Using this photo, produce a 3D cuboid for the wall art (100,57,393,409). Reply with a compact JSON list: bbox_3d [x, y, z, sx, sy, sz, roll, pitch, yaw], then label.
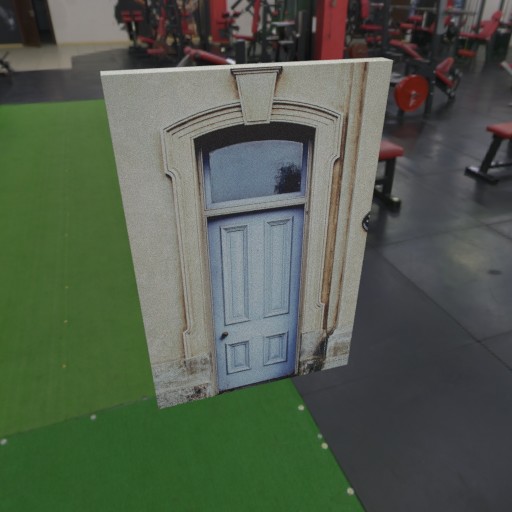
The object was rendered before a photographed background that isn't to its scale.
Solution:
[{"bbox_3d":[0.000,0.000,0.956,0.508,0.764,0.038,-9,33,-14],"label":"wall art"}]
